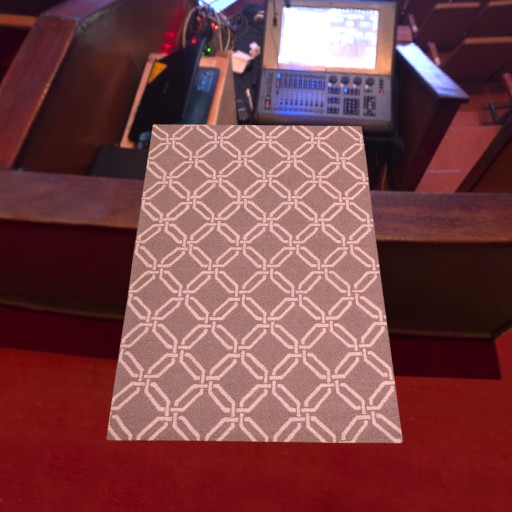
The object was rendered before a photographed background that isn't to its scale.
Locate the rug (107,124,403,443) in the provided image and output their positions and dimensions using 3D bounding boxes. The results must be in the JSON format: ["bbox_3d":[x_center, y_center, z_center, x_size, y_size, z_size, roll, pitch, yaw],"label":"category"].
[{"bbox_3d":[0.000,0.000,4.408,2.441,0.020,3.419,0,63,0],"label":"rug"}]
